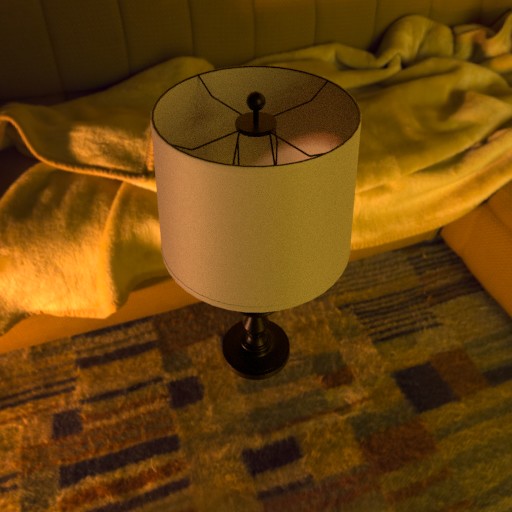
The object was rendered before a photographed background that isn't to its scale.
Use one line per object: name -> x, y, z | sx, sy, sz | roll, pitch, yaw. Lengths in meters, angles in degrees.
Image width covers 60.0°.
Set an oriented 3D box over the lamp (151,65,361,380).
lamp -> 0.000, 0.000, 0.946 | 0.383, 0.726, 0.383 | 0, 46, 0
